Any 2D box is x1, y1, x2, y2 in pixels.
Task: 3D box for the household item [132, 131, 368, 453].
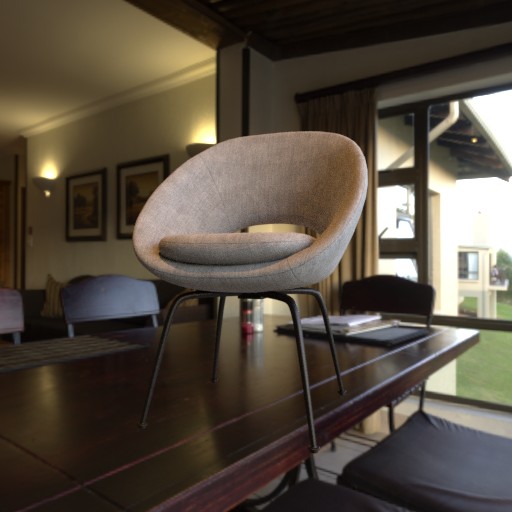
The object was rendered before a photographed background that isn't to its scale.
[{"bbox_3d":[0.000,0.000,1.306,0.643,0.869,0.587,0,0,19],"label":"household item"}]
